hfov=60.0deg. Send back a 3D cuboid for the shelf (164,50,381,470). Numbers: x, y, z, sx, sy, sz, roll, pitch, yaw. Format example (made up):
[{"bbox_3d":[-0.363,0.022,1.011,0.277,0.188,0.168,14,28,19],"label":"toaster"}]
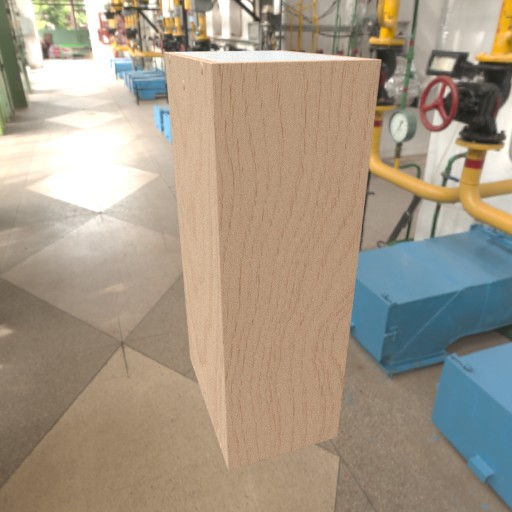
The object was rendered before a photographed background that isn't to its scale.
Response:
[{"bbox_3d":[0.000,0.000,0.727,0.200,0.600,0.290,-9,28,-17],"label":"shelf"}]
